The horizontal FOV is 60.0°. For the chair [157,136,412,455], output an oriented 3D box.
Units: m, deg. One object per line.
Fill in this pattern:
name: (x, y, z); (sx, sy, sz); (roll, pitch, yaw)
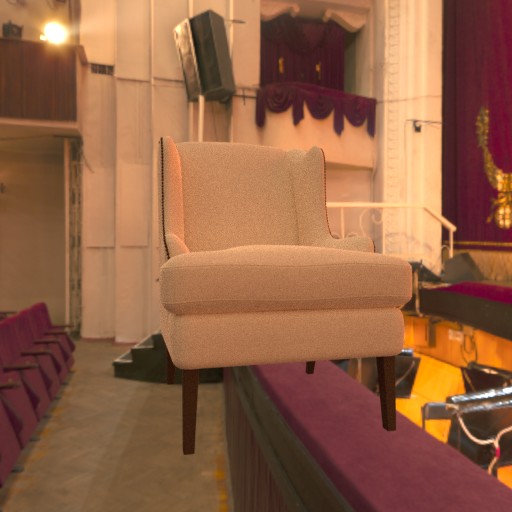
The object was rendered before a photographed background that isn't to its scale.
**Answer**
chair: (0.000, 0.000, 1.652); (0.737, 1.029, 0.940); (0, 0, -15)
